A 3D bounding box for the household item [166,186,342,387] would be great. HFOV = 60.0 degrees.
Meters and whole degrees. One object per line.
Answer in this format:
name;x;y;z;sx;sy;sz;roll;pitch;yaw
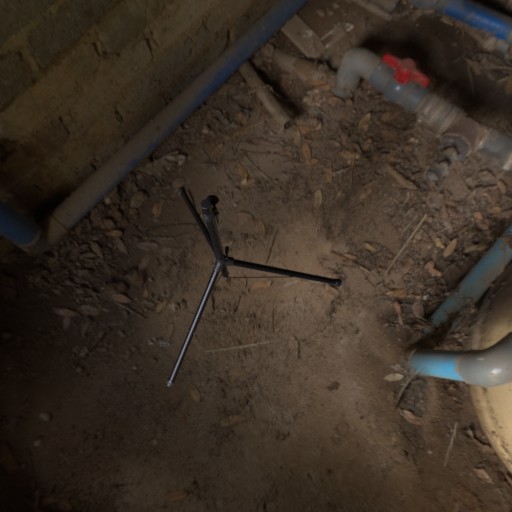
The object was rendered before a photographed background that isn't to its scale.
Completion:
household item;0.000;0.000;2.737;1.339;1.595;1.596;1;74;0
